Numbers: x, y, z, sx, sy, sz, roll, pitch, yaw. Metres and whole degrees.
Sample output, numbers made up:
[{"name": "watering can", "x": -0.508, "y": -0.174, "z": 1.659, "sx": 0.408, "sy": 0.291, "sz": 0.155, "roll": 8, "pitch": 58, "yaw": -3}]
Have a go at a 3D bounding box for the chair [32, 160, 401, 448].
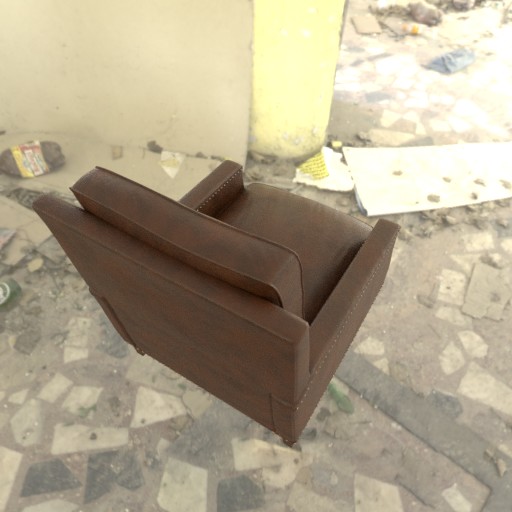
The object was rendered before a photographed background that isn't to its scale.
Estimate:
[{"name": "chair", "x": 0.000, "y": 0.000, "z": 1.705, "sx": 0.854, "sy": 1.054, "sz": 1.035, "roll": 25, "pitch": 52, "yaw": 21}]
